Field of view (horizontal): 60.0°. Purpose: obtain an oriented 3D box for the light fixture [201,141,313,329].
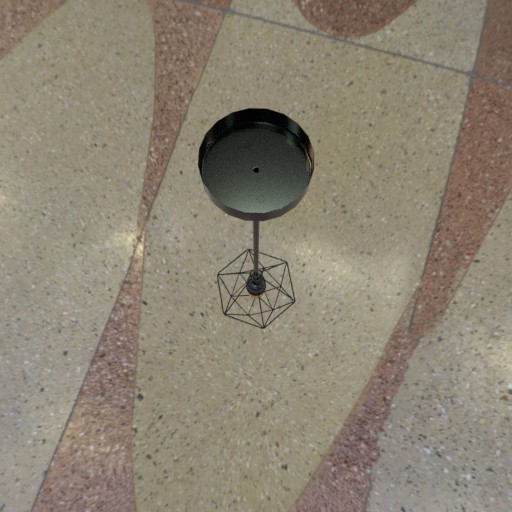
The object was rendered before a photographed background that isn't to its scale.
[{"bbox_3d":[0.000,0.000,1.961,0.487,1.764,0.431,19,75,5],"label":"light fixture"}]
